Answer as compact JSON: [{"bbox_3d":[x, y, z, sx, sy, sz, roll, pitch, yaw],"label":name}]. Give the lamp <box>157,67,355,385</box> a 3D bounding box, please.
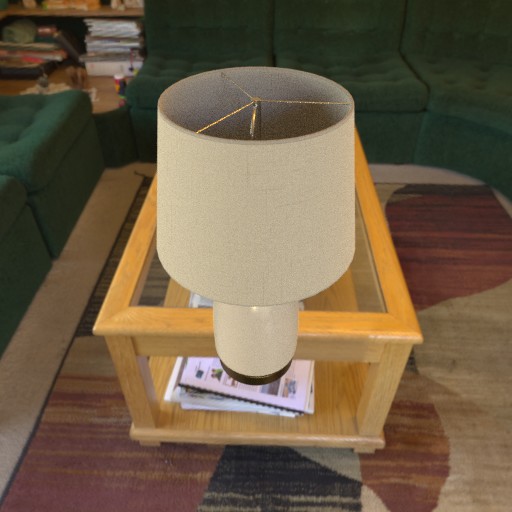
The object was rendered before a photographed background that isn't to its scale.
[{"bbox_3d":[0.000,0.000,0.672,0.285,0.483,0.285,0,40,0],"label":"lamp"}]
